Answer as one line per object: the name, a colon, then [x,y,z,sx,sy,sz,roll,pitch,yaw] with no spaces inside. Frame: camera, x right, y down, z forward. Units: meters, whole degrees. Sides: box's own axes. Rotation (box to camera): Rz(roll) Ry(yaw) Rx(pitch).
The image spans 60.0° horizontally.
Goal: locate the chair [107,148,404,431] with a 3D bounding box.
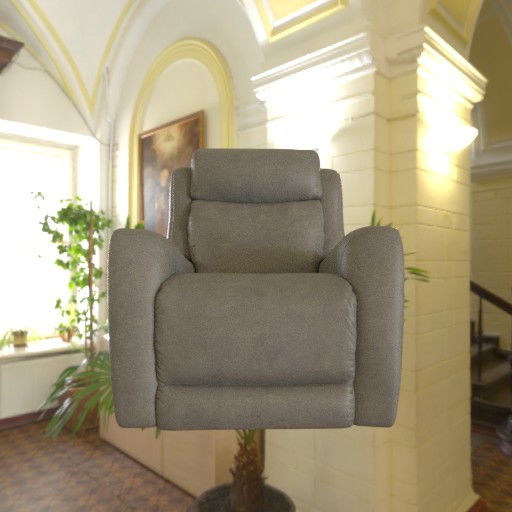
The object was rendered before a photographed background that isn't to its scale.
chair: [0.000,0.000,1.893,0.965,1.116,1.068,0,-1,0]
